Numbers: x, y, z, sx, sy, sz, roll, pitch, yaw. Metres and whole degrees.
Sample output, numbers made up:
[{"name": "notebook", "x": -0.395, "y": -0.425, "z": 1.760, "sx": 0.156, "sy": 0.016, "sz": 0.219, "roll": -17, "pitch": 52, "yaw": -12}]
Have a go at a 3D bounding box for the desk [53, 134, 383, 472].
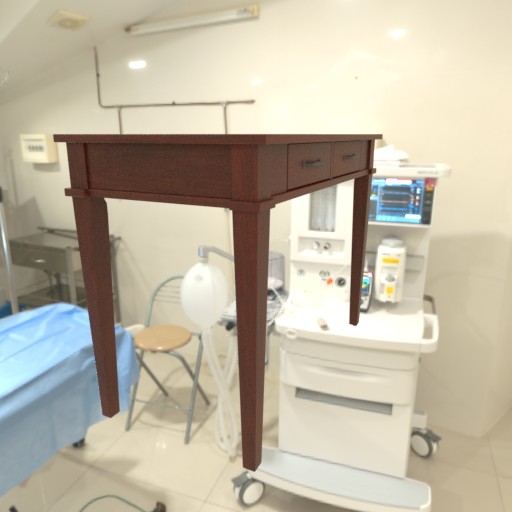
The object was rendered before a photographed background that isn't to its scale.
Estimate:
[{"name": "desk", "x": 0.000, "y": 0.000, "z": 1.438, "sx": 0.549, "sy": 0.762, "sz": 1.001, "roll": 8, "pitch": 17, "yaw": 26}]
